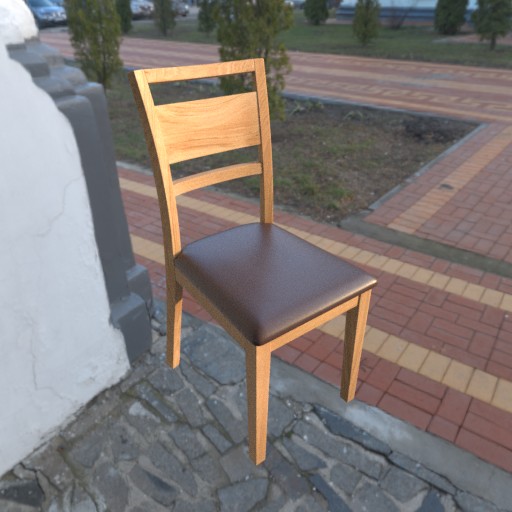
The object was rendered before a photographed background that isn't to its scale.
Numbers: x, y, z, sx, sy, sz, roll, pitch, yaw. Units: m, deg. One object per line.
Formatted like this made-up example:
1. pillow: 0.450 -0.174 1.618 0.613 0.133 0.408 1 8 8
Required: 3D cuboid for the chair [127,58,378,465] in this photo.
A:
1. chair: 0.000 0.000 1.229 0.420 0.940 0.545 -21 37 -31
